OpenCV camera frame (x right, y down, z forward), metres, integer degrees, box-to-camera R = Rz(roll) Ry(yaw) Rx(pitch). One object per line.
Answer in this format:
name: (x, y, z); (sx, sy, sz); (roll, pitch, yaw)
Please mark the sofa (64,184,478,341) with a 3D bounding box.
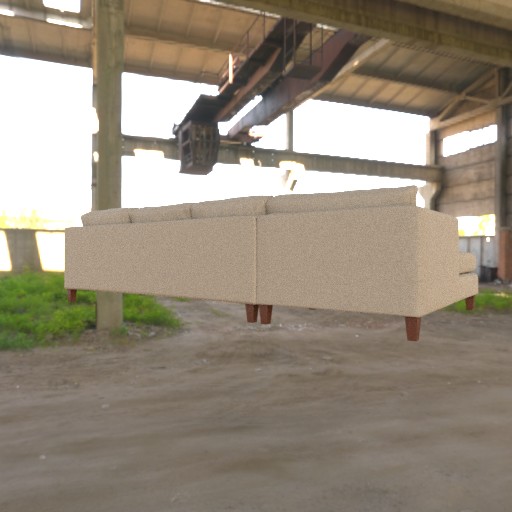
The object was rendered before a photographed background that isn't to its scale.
sofa: (0.000, 0.000, 3.783); (3.186, 0.846, 1.625); (0, 0, 36)
